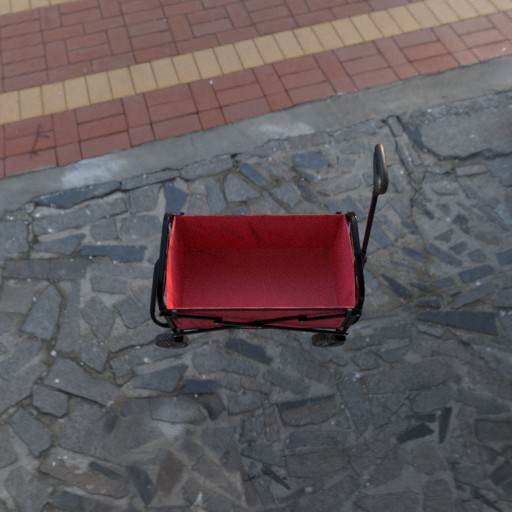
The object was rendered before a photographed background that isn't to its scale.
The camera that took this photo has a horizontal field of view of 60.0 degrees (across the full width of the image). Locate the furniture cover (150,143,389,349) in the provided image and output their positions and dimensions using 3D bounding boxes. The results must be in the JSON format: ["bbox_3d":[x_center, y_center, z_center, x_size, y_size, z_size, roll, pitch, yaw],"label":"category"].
[{"bbox_3d":[0.000,0.000,1.877,1.038,1.295,0.532,0,64,0],"label":"furniture cover"}]
